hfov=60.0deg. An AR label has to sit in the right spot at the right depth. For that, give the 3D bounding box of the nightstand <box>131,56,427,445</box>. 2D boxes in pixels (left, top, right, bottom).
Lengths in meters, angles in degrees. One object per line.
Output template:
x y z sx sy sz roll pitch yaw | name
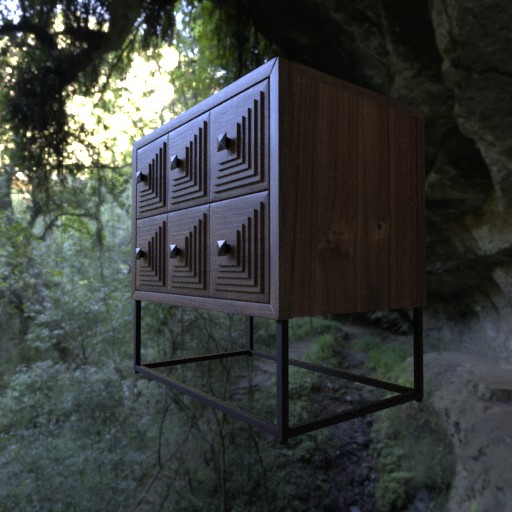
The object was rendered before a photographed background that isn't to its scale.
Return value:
0.000 0.000 1.042 0.437 0.610 0.610 1 -2 -37 | nightstand
